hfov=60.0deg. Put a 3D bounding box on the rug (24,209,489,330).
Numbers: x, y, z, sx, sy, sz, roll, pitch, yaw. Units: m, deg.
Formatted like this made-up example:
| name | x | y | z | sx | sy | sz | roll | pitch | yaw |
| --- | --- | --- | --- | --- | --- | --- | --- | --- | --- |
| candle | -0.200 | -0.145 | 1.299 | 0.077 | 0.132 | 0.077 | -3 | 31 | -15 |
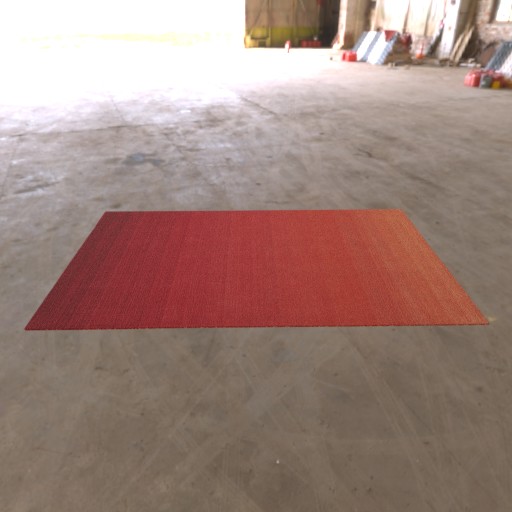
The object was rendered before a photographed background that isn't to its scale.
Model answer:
| name | x | y | z | sx | sy | sz | roll | pitch | yaw |
| --- | --- | --- | --- | --- | --- | --- | --- | --- | --- |
| rug | 0.000 | 0.000 | 2.983 | 2.442 | 0.010 | 1.531 | -1 | 29 | -1 |
